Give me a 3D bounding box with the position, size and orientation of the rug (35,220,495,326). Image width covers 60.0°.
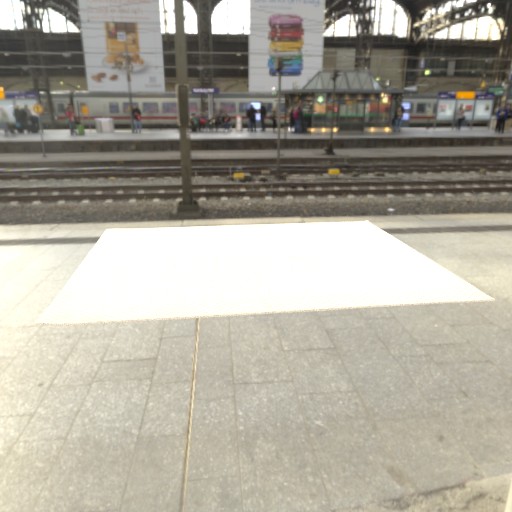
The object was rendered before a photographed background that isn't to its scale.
[{"bbox_3d":[0.000,0.000,3.816,2.897,0.035,2.277,-2,18,-7],"label":"rug"}]
